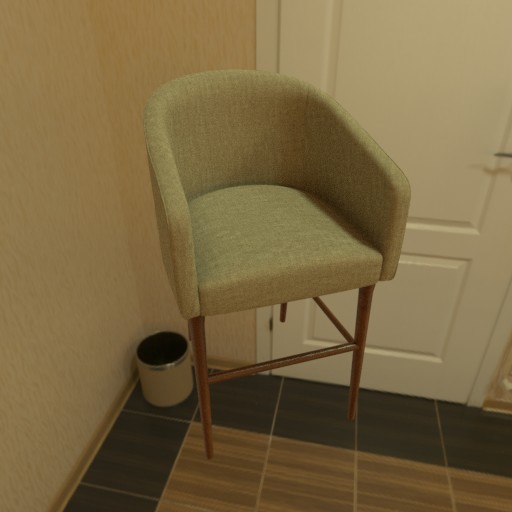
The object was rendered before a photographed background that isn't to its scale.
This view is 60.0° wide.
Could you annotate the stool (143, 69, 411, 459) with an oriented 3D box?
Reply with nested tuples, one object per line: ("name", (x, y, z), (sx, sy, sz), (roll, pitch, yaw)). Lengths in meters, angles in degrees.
("stool", (0.000, 0.000, 1.323), (0.559, 0.952, 0.635), (-9, 32, -15))
